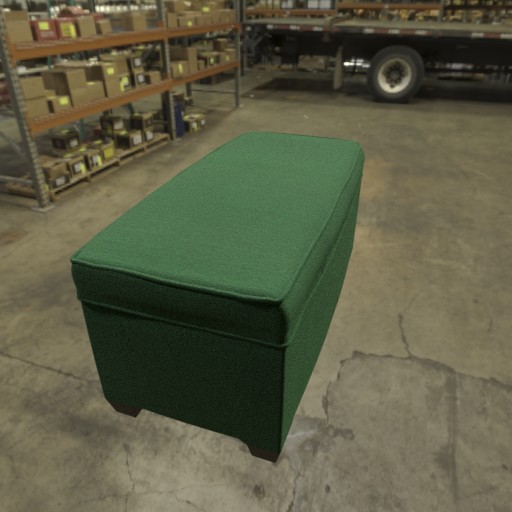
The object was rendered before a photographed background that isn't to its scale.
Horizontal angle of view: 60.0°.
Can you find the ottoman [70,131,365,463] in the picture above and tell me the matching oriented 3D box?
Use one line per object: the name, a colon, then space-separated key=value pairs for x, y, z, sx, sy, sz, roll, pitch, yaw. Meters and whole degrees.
ottoman: x=0.000 y=0.000 z=1.263 sx=0.483 sy=0.471 sz=0.957 roll=10 pitch=32 yaw=17
